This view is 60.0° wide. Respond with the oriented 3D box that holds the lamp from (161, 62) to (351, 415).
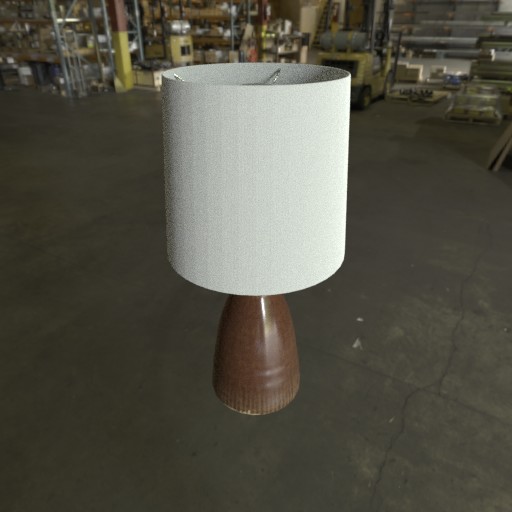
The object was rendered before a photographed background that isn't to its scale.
[{"bbox_3d":[0.000,0.000,0.479,0.186,0.369,0.186,0,29,0],"label":"lamp"}]
